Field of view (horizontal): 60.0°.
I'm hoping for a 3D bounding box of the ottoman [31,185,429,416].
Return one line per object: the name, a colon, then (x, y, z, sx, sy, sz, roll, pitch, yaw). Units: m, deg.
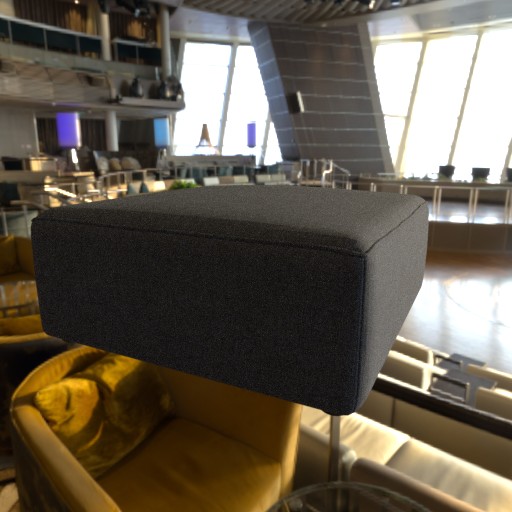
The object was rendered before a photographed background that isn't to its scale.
ottoman: (0.000, 0.000, 1.513, 1.000, 0.439, 1.000, 7, 15, 26)
